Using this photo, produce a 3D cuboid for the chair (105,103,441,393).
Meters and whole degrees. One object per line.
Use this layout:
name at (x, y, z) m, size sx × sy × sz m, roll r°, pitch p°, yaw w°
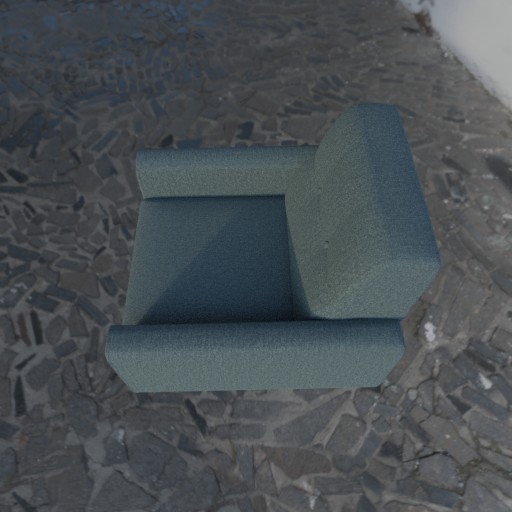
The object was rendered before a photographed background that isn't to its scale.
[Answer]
chair at (0.000, 0.000, 1.676) m, size 0.964 × 0.940 × 0.880 m, roll -1°, pitch 58°, yaw -1°
